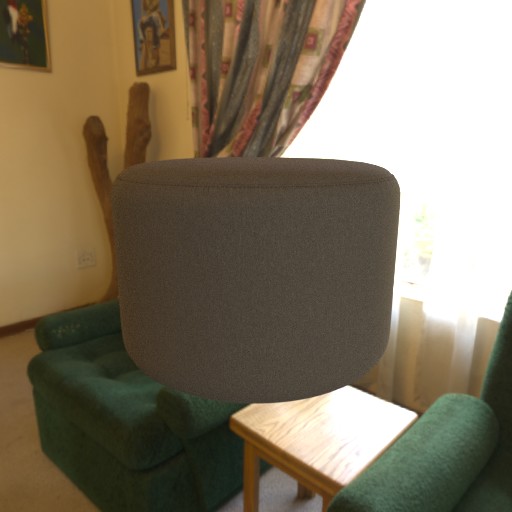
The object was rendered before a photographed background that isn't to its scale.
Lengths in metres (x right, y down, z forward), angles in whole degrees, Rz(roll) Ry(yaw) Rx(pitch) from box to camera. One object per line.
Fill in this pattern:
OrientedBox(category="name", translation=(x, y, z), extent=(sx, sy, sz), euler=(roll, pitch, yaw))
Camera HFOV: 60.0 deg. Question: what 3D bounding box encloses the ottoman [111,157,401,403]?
OrientedBox(category="ottoman", translation=(0.000, 0.000, 1.010), extent=(0.608, 0.433, 0.608), euler=(0, 14, 0))
